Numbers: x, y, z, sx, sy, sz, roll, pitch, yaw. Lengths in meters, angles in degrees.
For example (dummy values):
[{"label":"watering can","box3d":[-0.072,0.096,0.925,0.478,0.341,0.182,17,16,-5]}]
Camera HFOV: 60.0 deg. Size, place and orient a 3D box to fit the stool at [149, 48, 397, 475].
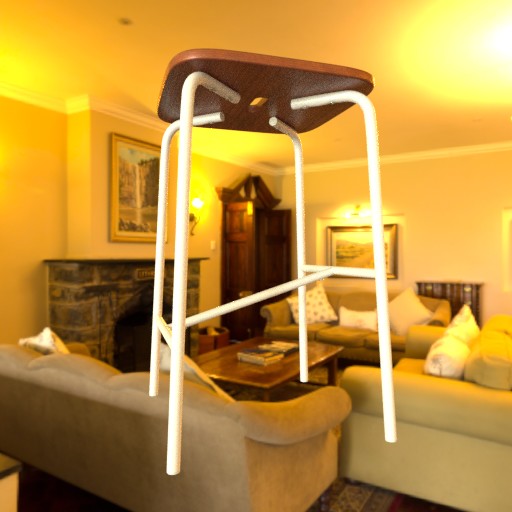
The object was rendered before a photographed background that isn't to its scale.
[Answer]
[{"label":"stool","box3d":[0.000,0.000,0.851,0.376,0.610,0.376,0,0,-17]}]
